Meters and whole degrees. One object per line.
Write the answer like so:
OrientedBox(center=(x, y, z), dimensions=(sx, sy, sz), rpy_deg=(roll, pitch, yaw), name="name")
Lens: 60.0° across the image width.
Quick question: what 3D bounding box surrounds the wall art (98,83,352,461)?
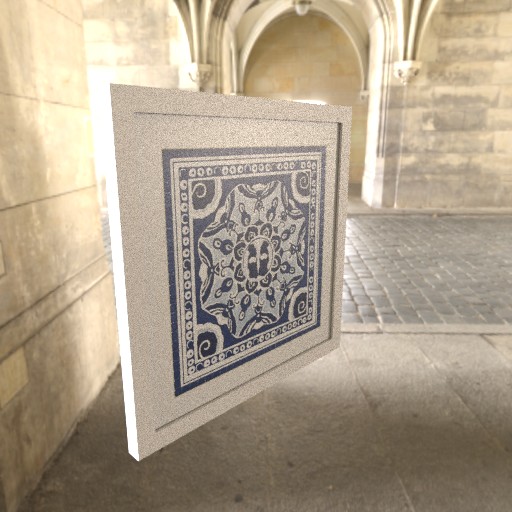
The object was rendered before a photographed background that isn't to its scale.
OrientedBox(center=(0.000, 0.000, 0.831), dimensions=(0.028, 0.559, 0.559), rpy_deg=(14, 20, 43), name="wall art")
